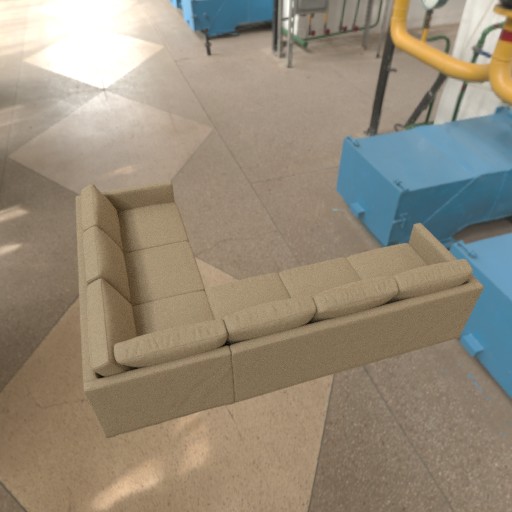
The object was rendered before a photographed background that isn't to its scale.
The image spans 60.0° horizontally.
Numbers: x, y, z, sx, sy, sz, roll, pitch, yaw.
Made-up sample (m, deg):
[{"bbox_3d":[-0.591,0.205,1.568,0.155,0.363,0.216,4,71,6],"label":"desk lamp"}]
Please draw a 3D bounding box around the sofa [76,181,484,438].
[{"bbox_3d":[0.000,0.000,4.294,3.182,0.871,2.432,-12,43,-13],"label":"sofa"}]
